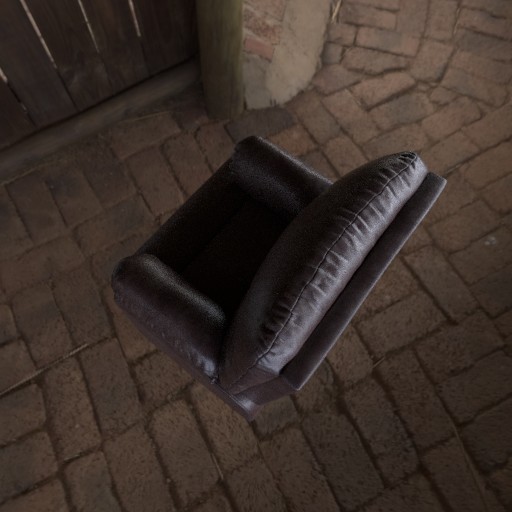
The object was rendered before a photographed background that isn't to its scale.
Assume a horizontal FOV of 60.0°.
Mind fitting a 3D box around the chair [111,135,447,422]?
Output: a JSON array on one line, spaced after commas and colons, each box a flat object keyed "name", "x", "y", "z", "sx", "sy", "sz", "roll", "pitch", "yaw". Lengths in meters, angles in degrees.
[{"name": "chair", "x": 0.000, "y": 0.000, "z": 1.715, "sx": 0.879, "sy": 1.041, "sz": 0.940, "roll": 35, "pitch": 69, "yaw": 15}]
